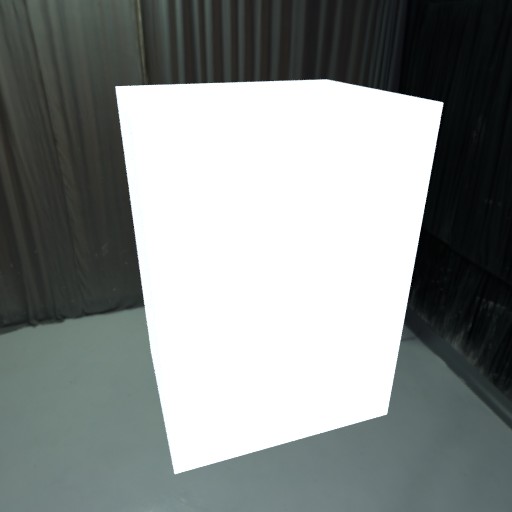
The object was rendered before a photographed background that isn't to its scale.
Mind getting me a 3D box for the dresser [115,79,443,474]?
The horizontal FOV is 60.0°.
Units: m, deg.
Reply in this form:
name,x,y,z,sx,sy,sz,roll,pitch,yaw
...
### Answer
name,x,y,z,sx,sy,sz,roll,pitch,yaw
dresser,0.000,0.000,0.805,0.400,0.560,0.360,-9,28,-16
